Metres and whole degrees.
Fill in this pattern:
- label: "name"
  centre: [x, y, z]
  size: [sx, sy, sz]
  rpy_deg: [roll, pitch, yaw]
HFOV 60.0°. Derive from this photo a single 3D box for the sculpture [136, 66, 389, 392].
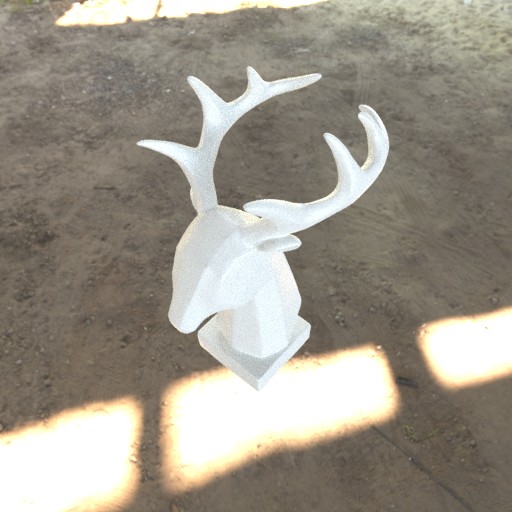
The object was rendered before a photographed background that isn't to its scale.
- label: "sculpture"
  centre: [0.000, 0.000, 0.459]
  size: [0.174, 0.329, 0.224]
  rpy_deg: [32, 55, 26]
